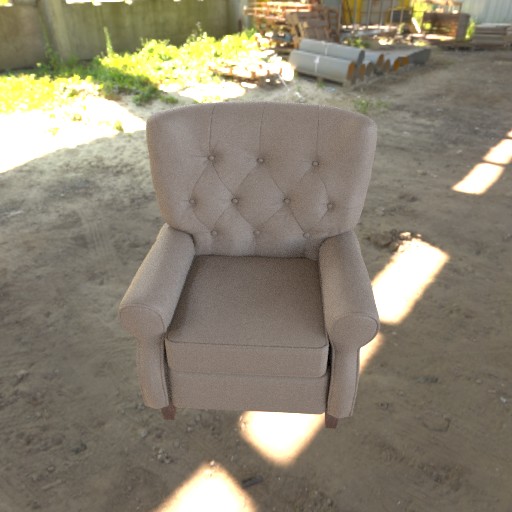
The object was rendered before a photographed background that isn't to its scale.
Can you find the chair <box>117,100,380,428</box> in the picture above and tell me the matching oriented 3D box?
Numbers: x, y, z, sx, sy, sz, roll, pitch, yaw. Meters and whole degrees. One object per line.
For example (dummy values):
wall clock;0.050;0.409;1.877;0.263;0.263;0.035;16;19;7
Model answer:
chair;0.000;0.000;1.929;0.999;1.138;1.041;2;31;3
